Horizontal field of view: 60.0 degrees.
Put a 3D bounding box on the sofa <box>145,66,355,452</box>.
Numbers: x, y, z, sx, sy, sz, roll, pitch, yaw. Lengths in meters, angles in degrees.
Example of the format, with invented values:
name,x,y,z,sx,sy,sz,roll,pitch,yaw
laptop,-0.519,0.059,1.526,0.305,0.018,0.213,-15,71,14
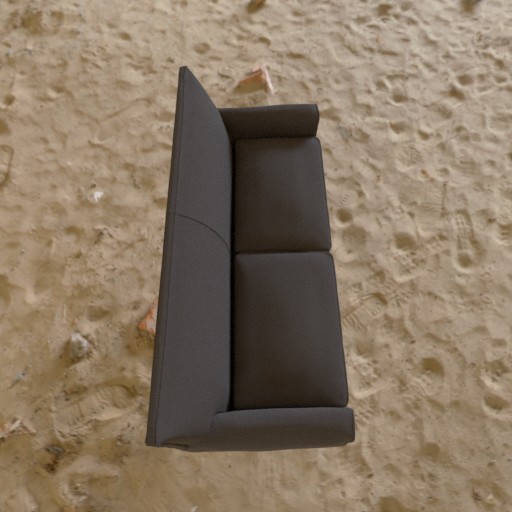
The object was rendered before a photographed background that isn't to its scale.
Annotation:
name,x,y,z,sx,sy,sz,roll,pitch,yaw
sofa,0.000,0.000,2.444,0.843,0.907,2.002,-1,62,-1
